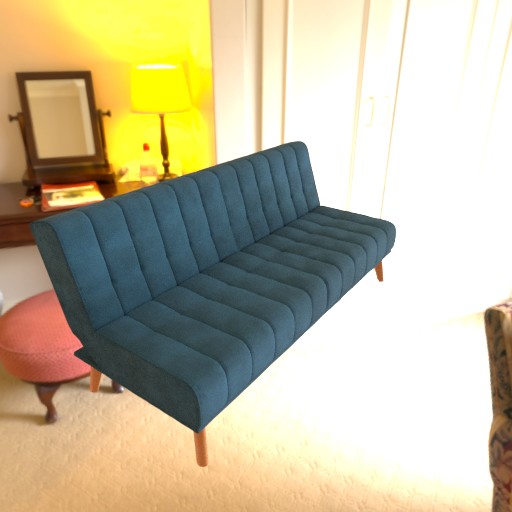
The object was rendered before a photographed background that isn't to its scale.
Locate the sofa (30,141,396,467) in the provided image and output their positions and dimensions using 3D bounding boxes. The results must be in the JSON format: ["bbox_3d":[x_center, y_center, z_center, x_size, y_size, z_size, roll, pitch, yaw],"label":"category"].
[{"bbox_3d":[0.000,0.000,2.293,0.855,0.813,1.804,18,31,32],"label":"sofa"}]
